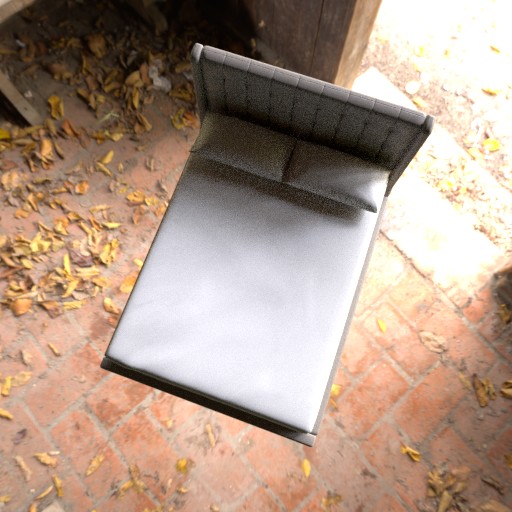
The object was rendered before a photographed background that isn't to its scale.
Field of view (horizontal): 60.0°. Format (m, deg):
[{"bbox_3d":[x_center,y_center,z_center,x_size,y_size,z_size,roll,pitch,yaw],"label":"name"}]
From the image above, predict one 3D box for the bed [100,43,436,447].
[{"bbox_3d":[0.000,0.000,3.174,1.656,1.147,2.232,19,77,5],"label":"bed"}]
